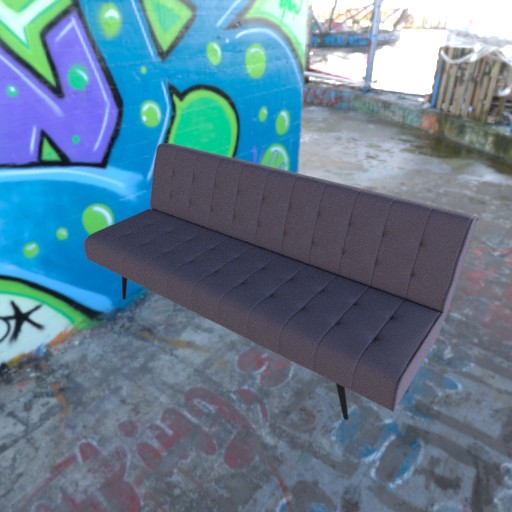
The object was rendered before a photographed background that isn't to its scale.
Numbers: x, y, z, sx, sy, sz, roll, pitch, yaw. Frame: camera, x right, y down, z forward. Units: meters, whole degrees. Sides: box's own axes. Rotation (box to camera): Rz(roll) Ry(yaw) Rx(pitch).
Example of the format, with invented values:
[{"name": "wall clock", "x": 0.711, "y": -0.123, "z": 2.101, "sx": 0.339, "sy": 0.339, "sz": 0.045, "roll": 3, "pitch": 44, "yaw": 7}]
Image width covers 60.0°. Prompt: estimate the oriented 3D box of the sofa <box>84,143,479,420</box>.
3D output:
[{"name": "sofa", "x": 0.000, "y": 0.000, "z": 2.114, "sx": 1.703, "sy": 0.699, "sz": 0.747, "roll": 20, "pitch": 36, "yaw": 31}]
